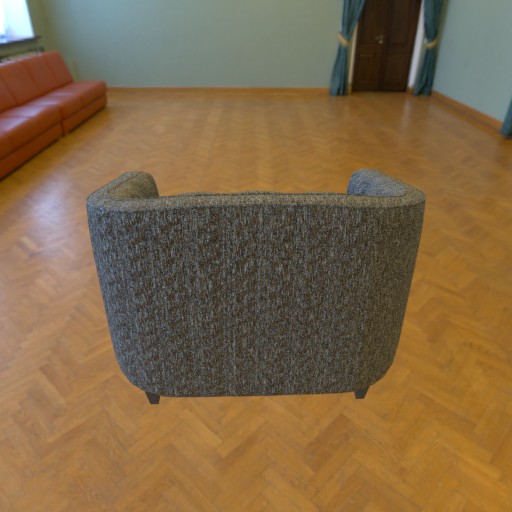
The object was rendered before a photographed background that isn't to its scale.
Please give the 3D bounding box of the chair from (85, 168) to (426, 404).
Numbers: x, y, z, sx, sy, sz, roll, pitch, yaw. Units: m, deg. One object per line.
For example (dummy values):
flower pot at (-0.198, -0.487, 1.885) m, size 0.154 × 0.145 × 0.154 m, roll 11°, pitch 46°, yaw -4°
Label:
chair at (0.000, 0.000, 1.790) m, size 1.104 × 0.852 × 0.941 m, roll -1°, pitch 30°, yaw -2°
